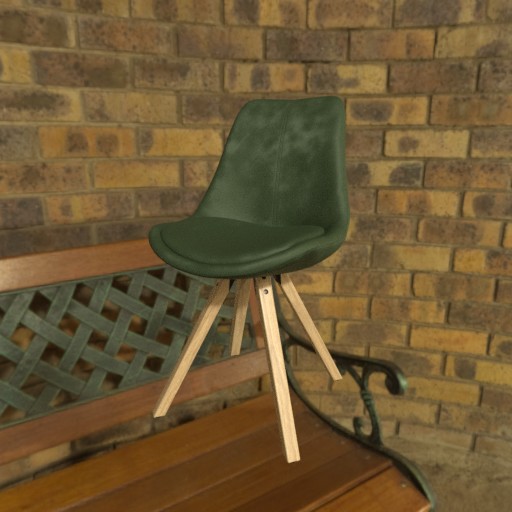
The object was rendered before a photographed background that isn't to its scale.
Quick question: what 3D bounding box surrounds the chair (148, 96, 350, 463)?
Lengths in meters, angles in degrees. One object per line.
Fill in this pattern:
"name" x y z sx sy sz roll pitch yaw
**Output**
"chair" 0.000 0.000 1.222 0.483 0.865 0.547 7 16 25
